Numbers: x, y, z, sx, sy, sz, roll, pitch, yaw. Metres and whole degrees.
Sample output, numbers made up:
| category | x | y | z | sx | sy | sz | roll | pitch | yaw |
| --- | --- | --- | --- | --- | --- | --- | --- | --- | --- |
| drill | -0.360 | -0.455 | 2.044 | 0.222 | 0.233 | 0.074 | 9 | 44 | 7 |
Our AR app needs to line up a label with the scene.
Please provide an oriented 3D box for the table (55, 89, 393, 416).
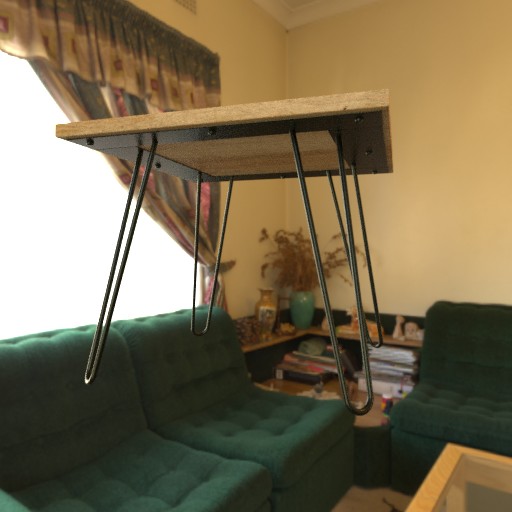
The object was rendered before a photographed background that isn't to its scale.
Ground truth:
| category | x | y | z | sx | sy | sz | roll | pitch | yaw |
| --- | --- | --- | --- | --- | --- | --- | --- | --- | --- |
| table | 0.000 | 0.000 | 1.025 | 0.599 | 0.500 | 0.599 | 0 | 1 | 18 |
